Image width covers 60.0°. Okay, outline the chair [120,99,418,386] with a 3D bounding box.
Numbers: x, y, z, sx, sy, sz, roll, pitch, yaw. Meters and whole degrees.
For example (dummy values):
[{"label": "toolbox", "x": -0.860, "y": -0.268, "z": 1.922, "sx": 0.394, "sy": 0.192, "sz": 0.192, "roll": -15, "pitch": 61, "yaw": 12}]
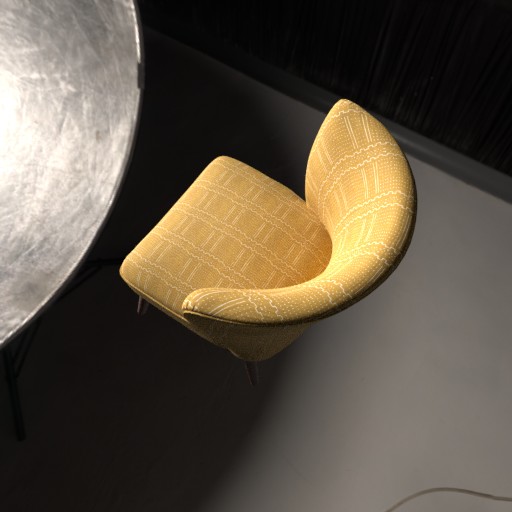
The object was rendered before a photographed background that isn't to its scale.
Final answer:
[{"label": "chair", "x": 0.000, "y": 0.000, "z": 1.412, "sx": 0.758, "sy": 0.866, "sz": 0.706, "roll": 30, "pitch": 68, "yaw": 14}]
